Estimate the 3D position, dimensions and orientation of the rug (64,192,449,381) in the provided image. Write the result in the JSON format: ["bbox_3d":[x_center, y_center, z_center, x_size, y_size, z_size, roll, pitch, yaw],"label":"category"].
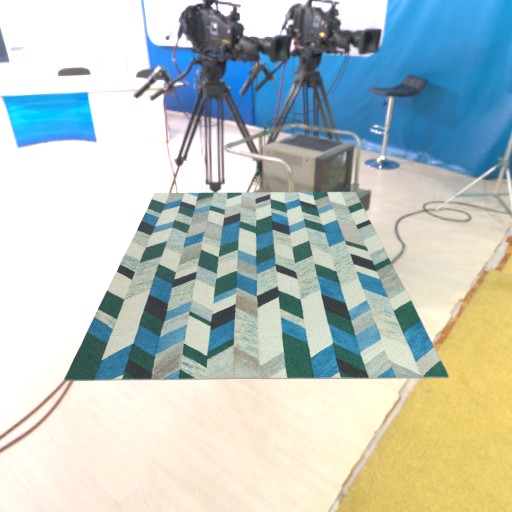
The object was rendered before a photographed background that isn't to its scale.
[{"bbox_3d":[0.000,0.000,4.072,2.440,0.008,3.036,0,31,0],"label":"rug"}]
